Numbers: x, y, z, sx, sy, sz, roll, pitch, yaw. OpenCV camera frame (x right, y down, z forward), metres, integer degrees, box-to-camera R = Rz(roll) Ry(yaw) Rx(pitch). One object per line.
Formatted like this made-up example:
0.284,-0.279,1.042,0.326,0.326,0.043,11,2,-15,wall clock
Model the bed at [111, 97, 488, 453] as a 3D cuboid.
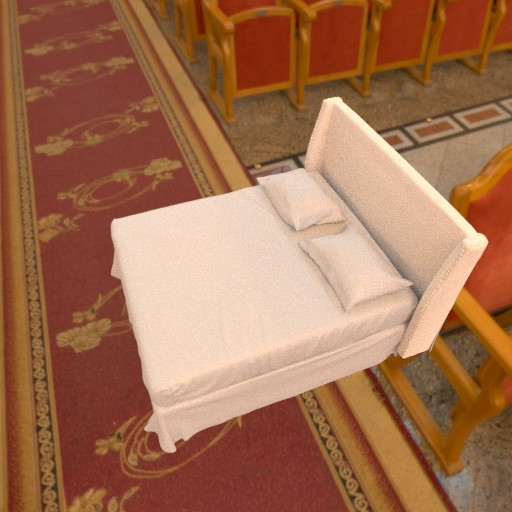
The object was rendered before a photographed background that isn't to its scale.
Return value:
0.000,0.000,3.433,2.276,1.332,1.925,-16,49,-14,bed
